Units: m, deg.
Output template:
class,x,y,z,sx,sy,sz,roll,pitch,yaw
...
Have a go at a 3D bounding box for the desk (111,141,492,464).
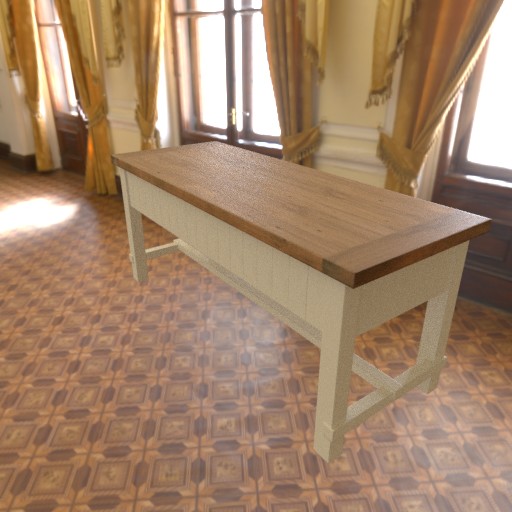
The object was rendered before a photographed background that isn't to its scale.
class,x,y,z,sx,sy,sz,roll,pitch,yaw
desk,0.000,0.000,2.160,0.688,0.762,1.803,-17,30,-33
